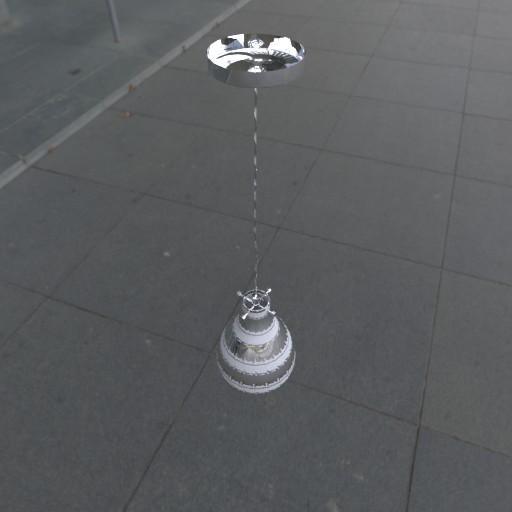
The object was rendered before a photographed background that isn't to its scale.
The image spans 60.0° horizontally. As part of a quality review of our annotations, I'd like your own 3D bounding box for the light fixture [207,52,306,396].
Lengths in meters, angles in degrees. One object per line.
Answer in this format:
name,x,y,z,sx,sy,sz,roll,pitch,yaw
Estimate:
light fixture,0.000,0.000,1.629,0.374,1.457,0.374,28,52,25
